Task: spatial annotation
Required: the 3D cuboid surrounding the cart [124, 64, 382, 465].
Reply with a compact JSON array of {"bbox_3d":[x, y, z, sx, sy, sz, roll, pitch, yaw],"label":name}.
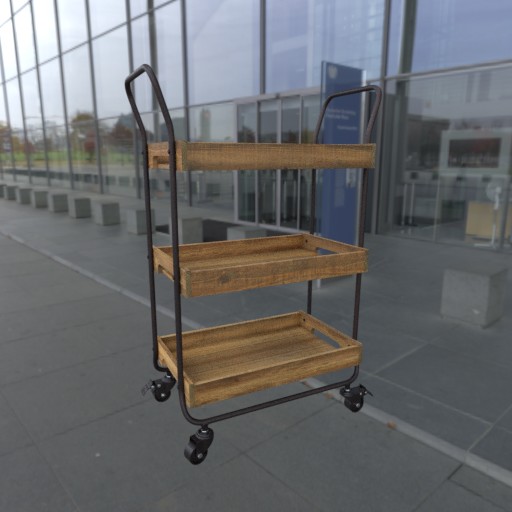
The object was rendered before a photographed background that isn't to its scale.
[{"bbox_3d":[0.000,0.000,1.154,0.583,0.857,0.339,-6,14,-26],"label":"cart"}]
